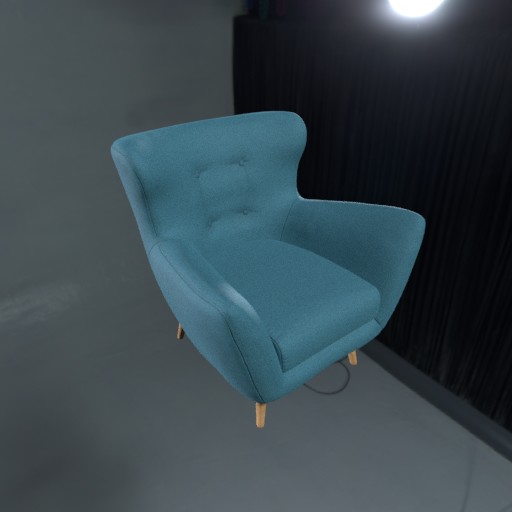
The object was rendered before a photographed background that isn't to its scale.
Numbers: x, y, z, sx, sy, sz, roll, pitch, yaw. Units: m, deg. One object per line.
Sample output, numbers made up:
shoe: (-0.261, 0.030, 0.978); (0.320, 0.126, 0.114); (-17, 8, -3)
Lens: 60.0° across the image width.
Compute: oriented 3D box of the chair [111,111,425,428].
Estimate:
chair: (0.000, 0.000, 1.685); (0.890, 0.889, 0.889); (-22, 37, -32)
